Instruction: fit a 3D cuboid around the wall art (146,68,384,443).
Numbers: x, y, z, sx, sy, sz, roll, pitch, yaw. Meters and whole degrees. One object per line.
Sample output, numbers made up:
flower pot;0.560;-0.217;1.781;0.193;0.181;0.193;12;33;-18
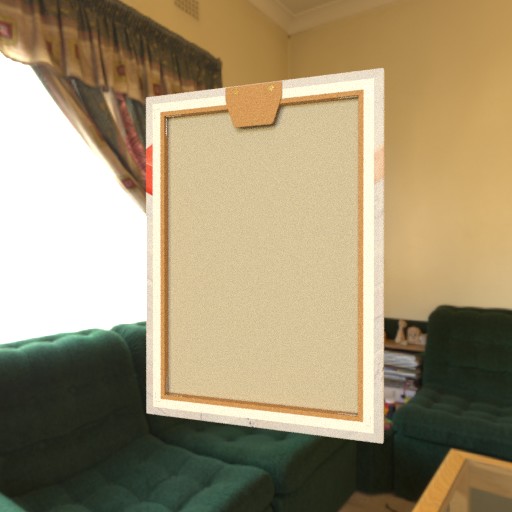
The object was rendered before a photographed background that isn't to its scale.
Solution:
wall art;0.000;0.000;1.105;0.613;0.848;0.036;0;0;18
